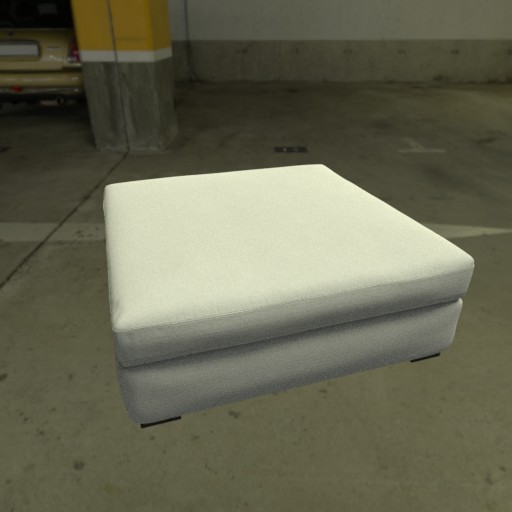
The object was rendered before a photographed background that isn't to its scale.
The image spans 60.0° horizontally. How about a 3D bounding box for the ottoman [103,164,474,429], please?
[{"bbox_3d":[0.000,0.000,1.820,1.167,0.482,1.163,-9,29,-16],"label":"ottoman"}]
